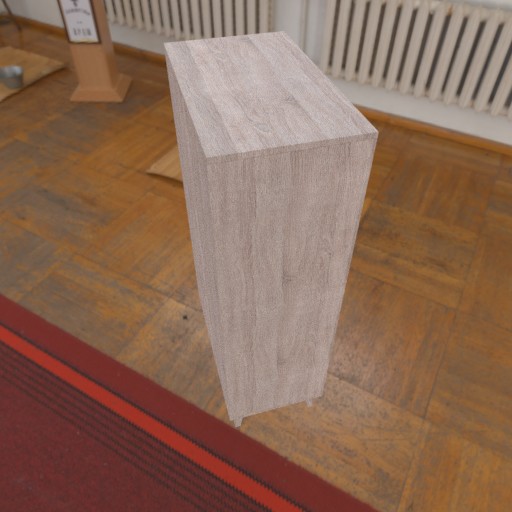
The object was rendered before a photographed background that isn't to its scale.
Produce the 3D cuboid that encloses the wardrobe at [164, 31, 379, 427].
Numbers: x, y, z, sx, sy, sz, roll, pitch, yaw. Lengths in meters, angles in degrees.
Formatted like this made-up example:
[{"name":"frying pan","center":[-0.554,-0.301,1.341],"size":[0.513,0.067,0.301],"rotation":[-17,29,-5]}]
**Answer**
[{"name":"wardrobe","center":[0.000,0.000,2.440],"size":[0.600,1.960,1.000],"rotation":[-11,46,-11]}]
